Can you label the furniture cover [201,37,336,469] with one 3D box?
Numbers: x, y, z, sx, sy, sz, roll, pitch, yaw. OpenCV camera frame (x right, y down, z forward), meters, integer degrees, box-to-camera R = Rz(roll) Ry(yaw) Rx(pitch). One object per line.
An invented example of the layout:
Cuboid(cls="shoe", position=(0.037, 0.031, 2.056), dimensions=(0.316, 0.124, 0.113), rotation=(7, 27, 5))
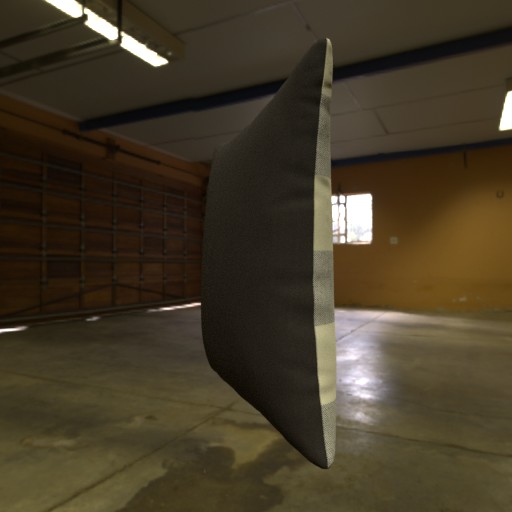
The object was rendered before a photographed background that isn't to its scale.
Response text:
Cuboid(cls="furniture cover", position=(0.000, 0.000, 0.757), dimensions=(0.161, 0.509, 0.511), rotation=(0, -1, -19))
